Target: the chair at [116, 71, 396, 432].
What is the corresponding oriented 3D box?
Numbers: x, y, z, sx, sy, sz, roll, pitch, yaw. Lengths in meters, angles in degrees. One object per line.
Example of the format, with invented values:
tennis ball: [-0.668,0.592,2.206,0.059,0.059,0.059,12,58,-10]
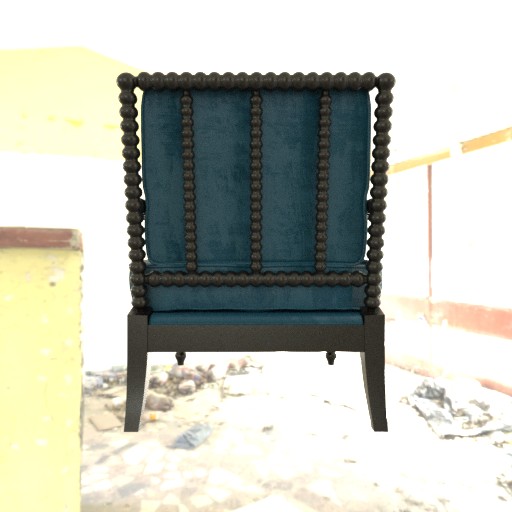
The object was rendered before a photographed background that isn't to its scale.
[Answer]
chair: [0.000,0.000,1.395,0.688,0.857,0.805,0,0,0]
